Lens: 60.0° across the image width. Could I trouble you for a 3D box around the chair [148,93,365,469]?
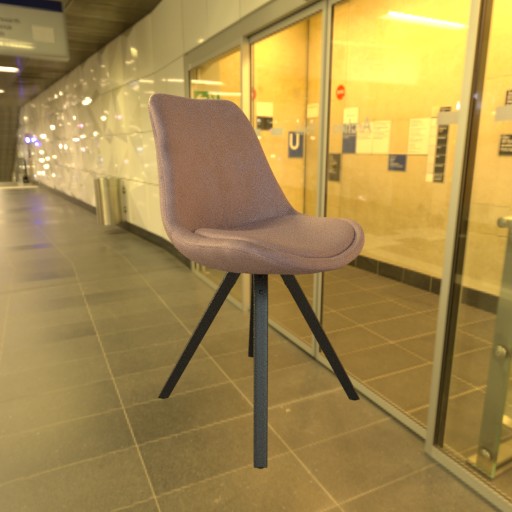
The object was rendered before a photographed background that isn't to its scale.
[{"bbox_3d":[0.000,0.000,1.214,0.547,0.865,0.483,13,19,43],"label":"chair"}]
